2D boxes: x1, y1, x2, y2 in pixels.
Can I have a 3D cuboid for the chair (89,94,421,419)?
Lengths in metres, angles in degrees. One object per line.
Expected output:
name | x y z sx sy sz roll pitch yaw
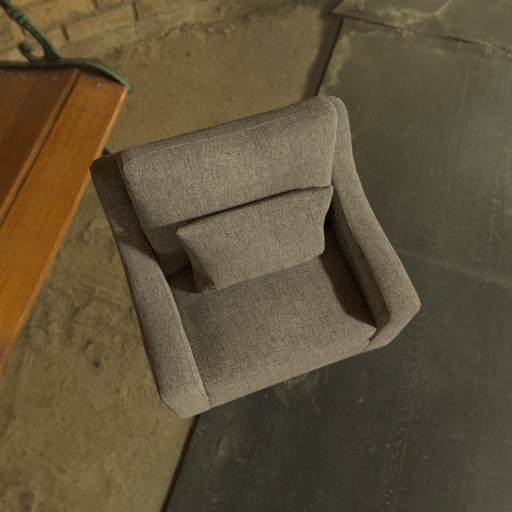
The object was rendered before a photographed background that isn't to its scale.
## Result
chair | 0.000 0.000 2.000 1.138 1.037 1.009 -18 65 -9
